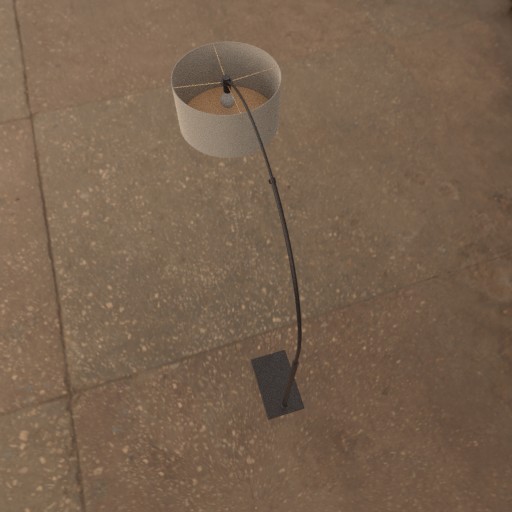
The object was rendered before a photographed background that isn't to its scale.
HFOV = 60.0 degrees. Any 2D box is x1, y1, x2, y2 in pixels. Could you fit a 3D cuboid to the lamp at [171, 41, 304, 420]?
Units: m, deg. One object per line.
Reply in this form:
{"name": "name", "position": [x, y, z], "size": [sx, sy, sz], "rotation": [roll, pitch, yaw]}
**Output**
{"name": "lamp", "position": [0.000, 0.000, 2.492], "size": [0.493, 1.927, 1.424], "rotation": [-14, 61, -8]}
